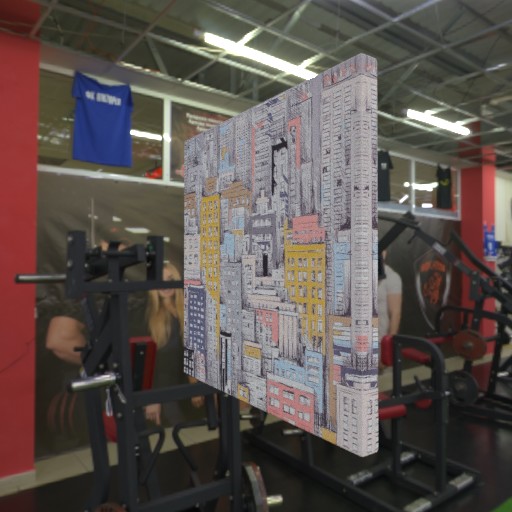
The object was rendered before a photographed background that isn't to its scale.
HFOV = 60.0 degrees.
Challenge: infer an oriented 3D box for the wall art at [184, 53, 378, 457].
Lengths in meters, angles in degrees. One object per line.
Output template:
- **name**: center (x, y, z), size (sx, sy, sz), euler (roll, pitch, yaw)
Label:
- **wall art**: center (0.000, 0.000, 1.155), size (0.048, 0.762, 0.761), euler (0, -1, -35)
